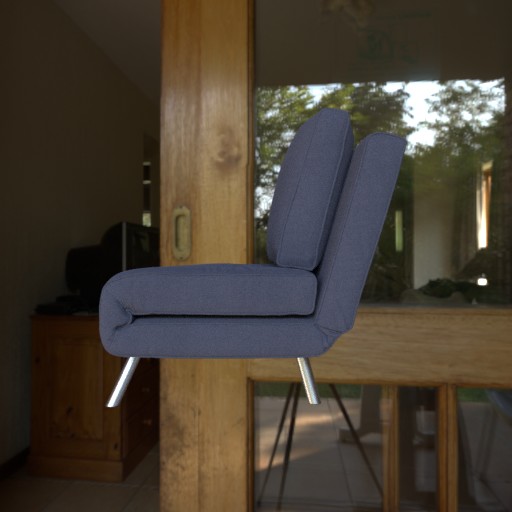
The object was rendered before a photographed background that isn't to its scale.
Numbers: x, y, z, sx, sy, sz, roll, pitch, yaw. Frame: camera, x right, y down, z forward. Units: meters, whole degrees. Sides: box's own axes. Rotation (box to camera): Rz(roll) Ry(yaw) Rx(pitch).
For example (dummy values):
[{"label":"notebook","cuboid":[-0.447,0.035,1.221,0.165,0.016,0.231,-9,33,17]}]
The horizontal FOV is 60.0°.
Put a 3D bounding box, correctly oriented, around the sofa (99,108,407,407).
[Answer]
[{"label":"sofa","cuboid":[0.000,0.000,1.878,0.910,0.910,1.220,0,-1,1]}]
